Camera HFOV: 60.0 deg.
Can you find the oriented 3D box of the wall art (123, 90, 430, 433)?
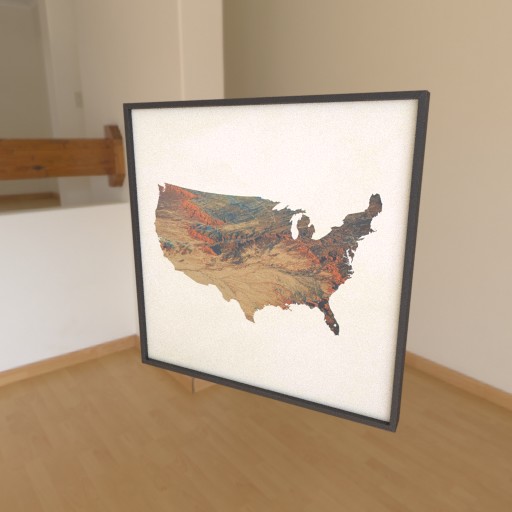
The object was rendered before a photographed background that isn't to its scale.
[{"bbox_3d":[0.000,0.000,0.756,0.507,0.507,0.038,7,17,25],"label":"wall art"}]
